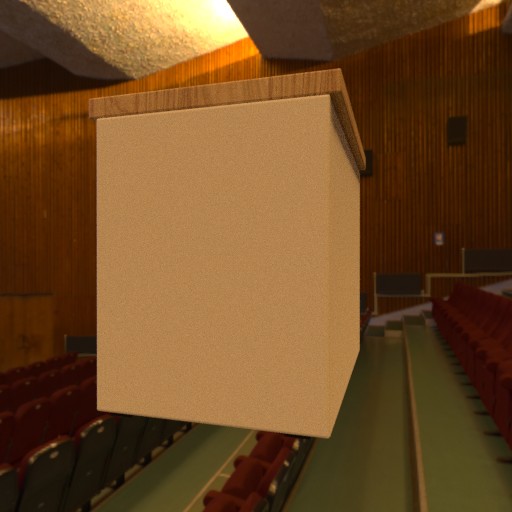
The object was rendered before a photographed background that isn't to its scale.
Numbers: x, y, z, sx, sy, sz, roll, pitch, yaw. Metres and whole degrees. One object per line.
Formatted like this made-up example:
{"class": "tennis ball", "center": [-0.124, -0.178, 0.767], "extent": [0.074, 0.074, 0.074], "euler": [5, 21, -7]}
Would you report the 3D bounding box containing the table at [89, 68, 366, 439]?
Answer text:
{"class": "table", "center": [0.000, 0.000, 0.807], "extent": [0.360, 0.440, 0.500], "euler": [0, 0, 17]}
